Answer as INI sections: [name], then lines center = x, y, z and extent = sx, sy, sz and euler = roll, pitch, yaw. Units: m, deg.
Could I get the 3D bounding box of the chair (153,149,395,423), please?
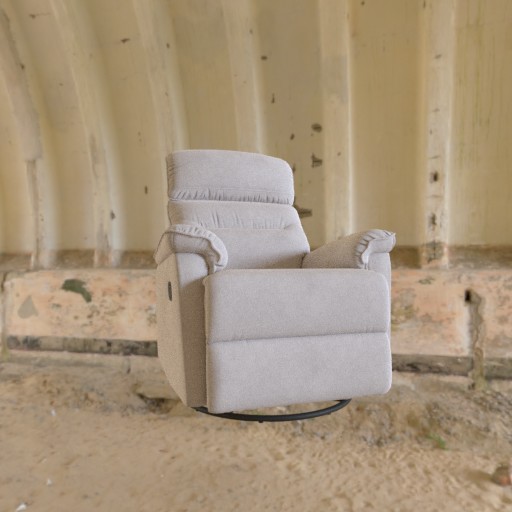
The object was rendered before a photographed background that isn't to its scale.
[chair]
center = 0.000, 0.000, 1.796
extent = 0.820, 1.039, 1.001
euler = 0, 0, -19
